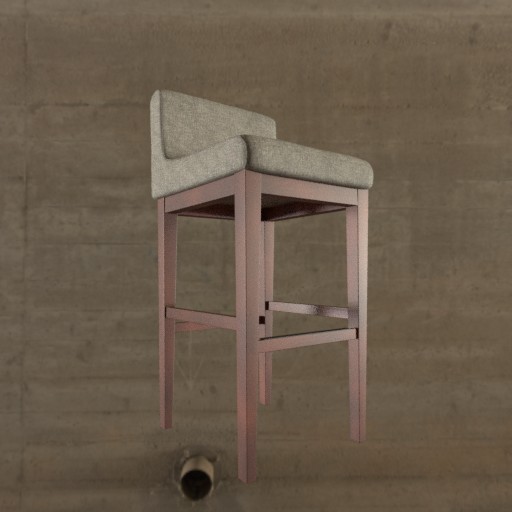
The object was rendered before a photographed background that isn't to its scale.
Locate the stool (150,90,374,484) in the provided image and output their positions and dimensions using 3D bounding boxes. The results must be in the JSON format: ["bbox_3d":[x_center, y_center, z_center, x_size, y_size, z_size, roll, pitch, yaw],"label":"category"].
[{"bbox_3d":[0.000,0.000,1.224,0.426,0.965,0.499,1,-2,-37],"label":"stool"}]
